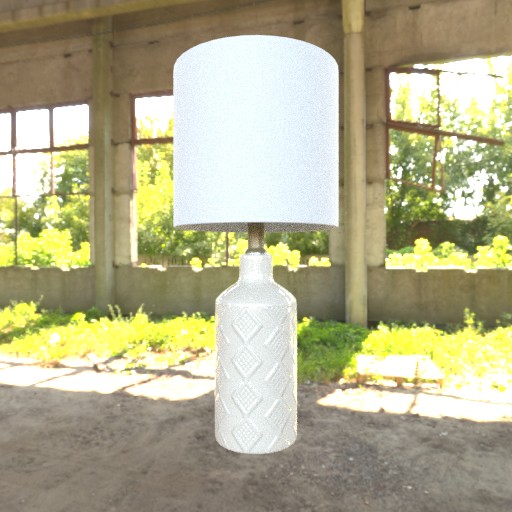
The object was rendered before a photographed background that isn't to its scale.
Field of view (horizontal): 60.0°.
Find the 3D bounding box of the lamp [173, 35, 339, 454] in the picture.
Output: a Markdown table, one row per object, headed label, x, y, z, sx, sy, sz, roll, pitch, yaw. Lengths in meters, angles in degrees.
| label | x | y | z | sx | sy | sz | roll | pitch | yaw |
| --- | --- | --- | --- | --- | --- | --- | --- | --- | --- |
| lamp | 0.000 | 0.000 | 0.565 | 0.207 | 0.461 | 0.207 | 0 | 0 | -18 |
